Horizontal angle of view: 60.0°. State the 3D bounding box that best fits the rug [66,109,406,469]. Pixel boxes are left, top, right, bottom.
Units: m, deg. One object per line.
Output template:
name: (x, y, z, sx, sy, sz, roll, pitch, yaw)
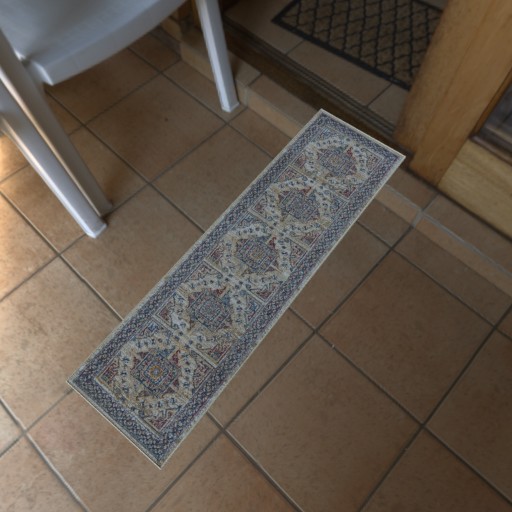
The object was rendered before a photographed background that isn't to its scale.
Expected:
rug: (0.000, 0.000, 2.552, 0.661, 0.013, 2.297, 35, 70, 15)
